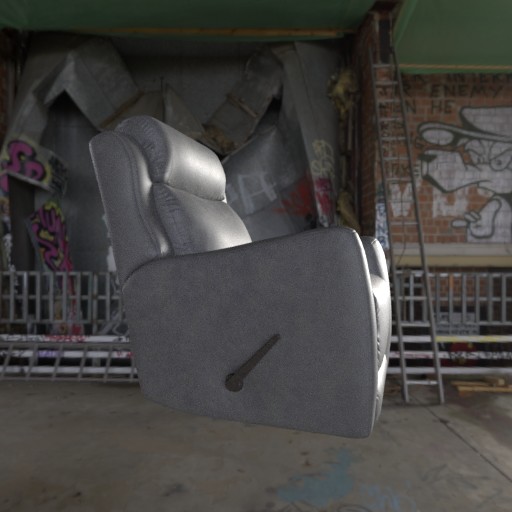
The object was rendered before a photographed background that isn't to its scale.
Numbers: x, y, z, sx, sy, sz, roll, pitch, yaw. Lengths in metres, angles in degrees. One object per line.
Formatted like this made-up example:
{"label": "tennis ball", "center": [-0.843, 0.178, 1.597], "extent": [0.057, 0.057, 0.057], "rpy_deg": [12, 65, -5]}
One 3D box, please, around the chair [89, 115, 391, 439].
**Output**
{"label": "chair", "center": [0.000, 0.000, 1.874], "extent": [1.068, 1.116, 0.967], "rpy_deg": [0, 0, 20]}
